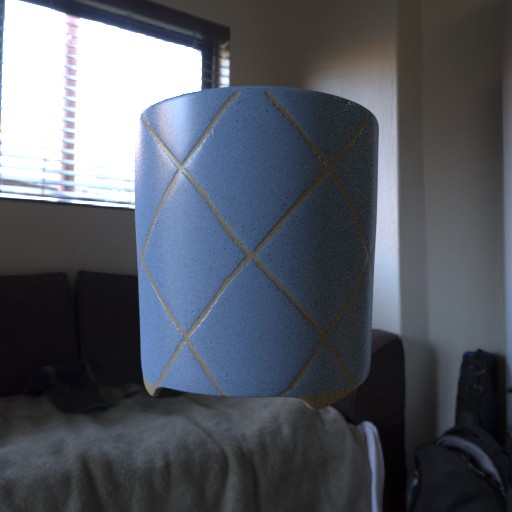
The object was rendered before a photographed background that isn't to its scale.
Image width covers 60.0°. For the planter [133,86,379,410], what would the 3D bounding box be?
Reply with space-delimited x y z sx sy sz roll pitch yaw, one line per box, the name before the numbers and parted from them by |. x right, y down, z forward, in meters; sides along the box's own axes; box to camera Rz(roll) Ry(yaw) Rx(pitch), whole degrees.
planter | 0.000 0.000 0.422 0.227 0.235 0.227 0 -2 0
